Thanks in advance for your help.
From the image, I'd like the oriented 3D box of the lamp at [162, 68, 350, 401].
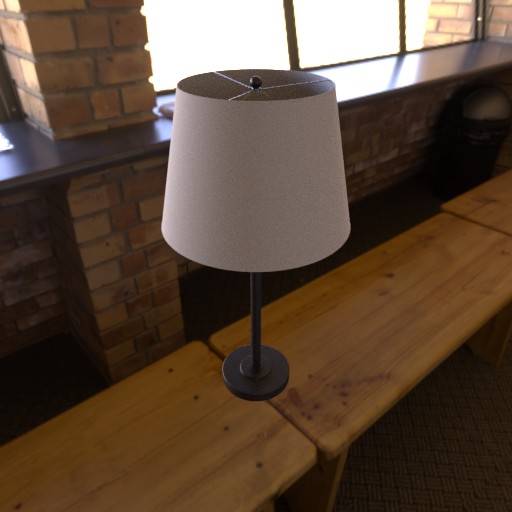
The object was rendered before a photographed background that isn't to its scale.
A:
[{"bbox_3d":[0.000,0.000,0.911,0.363,0.696,0.363,0,32,0],"label":"lamp"}]
